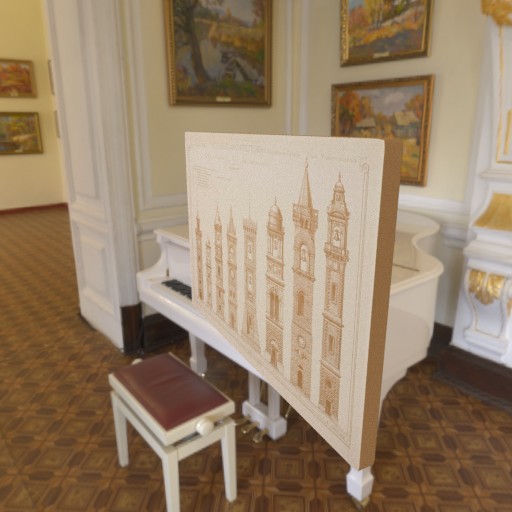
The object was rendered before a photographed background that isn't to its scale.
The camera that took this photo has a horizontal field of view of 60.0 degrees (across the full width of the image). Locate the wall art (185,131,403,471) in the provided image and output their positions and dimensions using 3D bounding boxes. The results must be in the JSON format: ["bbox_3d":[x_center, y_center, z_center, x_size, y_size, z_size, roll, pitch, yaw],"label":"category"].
[{"bbox_3d":[0.000,0.000,0.478,0.019,0.254,0.380,-8,18,-26],"label":"wall art"}]
